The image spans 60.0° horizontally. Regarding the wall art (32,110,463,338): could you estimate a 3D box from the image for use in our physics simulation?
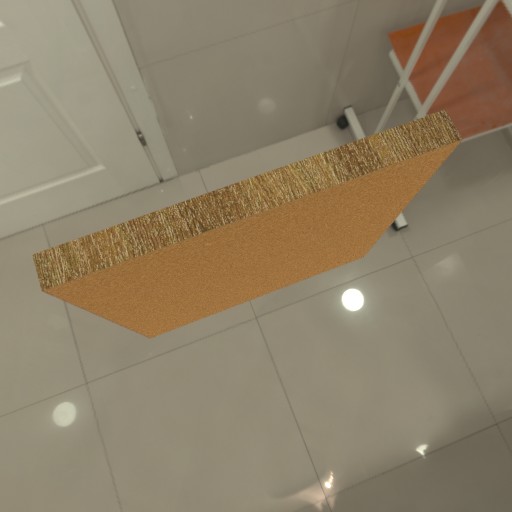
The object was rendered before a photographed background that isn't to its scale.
[{"bbox_3d":[0.000,0.000,0.596,0.406,0.403,0.039,-21,75,-6],"label":"wall art"}]
